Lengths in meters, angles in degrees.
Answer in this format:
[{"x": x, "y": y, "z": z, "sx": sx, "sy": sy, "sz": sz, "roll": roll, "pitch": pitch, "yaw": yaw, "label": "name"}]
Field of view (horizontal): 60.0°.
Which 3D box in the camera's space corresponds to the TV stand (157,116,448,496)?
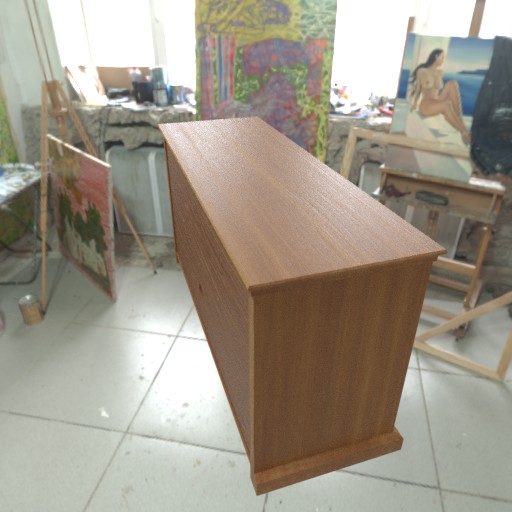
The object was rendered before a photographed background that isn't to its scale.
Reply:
[{"x": 0.000, "y": 0.000, "z": 1.446, "sx": 0.417, "sy": 0.607, "sz": 1.181, "roll": -9, "pitch": 32, "yaw": -16, "label": "TV stand"}]
